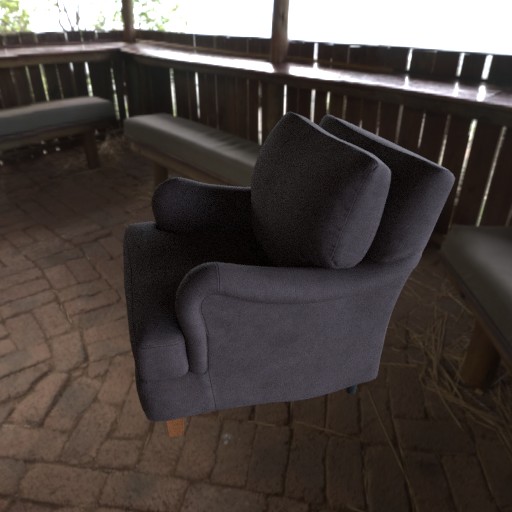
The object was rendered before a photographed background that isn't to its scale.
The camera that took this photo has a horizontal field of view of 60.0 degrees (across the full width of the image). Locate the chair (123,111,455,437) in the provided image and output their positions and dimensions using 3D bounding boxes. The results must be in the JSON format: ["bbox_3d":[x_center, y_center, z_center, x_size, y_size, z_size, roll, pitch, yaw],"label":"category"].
[{"bbox_3d":[0.000,0.000,1.833,1.070,0.997,0.955,-8,30,-14],"label":"chair"}]
